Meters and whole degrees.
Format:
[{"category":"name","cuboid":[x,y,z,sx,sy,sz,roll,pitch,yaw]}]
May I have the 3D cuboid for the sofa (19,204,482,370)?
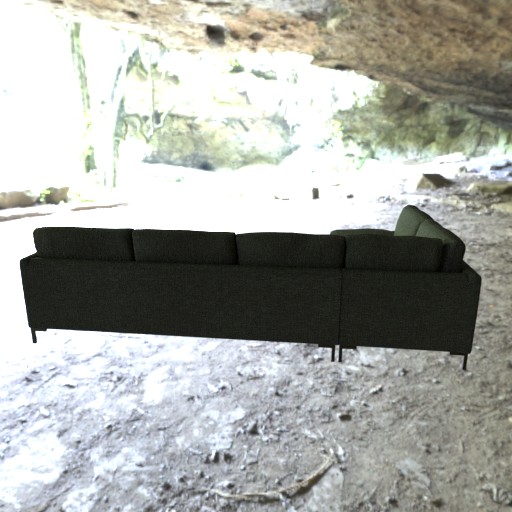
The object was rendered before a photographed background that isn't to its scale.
[{"category":"sofa","cuboid":[0.000,0.000,3.728,2.949,0.815,2.007,2,16,7]}]
